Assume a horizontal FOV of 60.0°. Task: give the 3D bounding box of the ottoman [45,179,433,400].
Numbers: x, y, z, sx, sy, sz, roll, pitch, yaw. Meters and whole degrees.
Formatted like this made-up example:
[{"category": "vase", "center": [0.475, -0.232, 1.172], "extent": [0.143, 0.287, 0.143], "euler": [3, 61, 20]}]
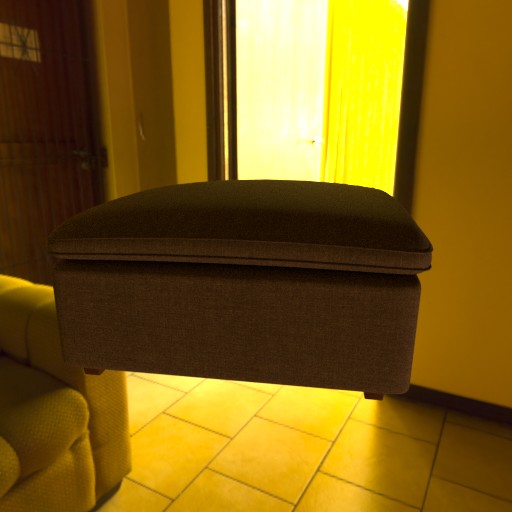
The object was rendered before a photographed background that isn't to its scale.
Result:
[{"category": "ottoman", "center": [0.000, 0.000, 1.688], "extent": [1.067, 0.559, 1.067], "euler": [2, 15, 9]}]
